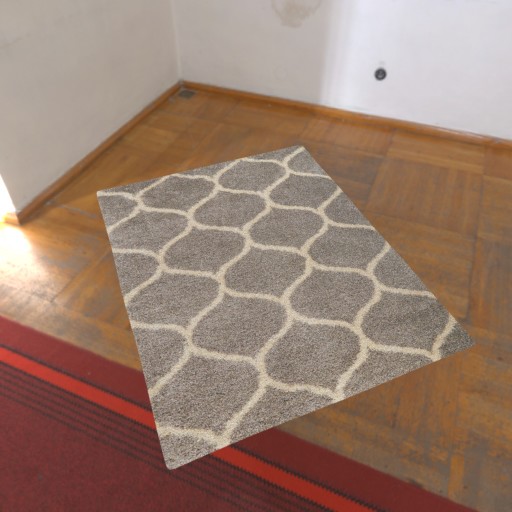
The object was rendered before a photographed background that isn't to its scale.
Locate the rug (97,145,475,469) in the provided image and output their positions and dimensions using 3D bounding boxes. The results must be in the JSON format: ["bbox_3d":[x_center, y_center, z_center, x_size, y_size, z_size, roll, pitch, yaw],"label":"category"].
[{"bbox_3d":[0.000,0.000,4.005,2.399,0.026,3.000,-16,48,-15],"label":"rug"}]
